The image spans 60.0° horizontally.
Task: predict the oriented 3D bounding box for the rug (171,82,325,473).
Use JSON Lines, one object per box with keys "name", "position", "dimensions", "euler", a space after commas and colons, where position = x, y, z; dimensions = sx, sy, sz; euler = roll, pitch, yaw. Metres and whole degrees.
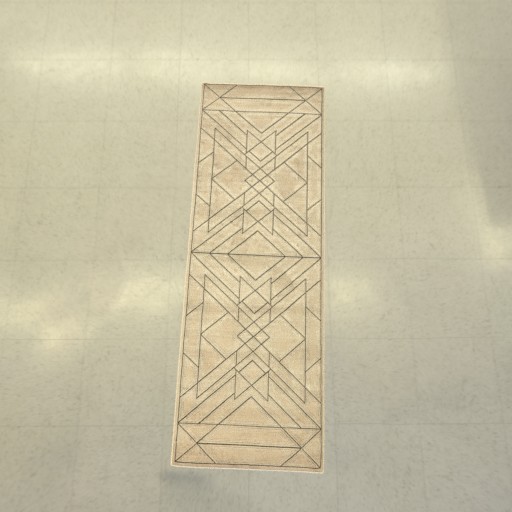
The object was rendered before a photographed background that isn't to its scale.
{"name": "rug", "position": [0.000, 0.000, 2.677], "dimensions": [0.831, 0.036, 2.381], "euler": [2, 76, 1]}
